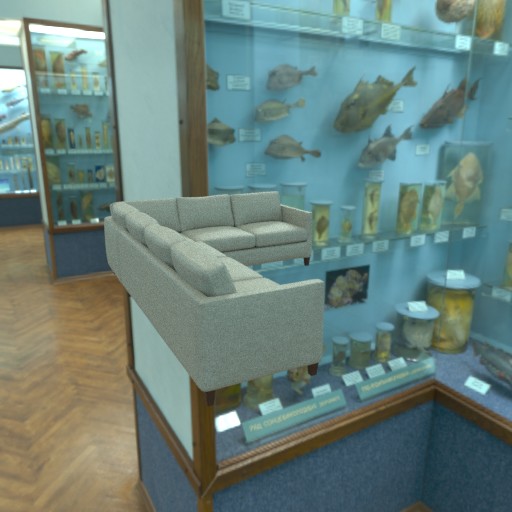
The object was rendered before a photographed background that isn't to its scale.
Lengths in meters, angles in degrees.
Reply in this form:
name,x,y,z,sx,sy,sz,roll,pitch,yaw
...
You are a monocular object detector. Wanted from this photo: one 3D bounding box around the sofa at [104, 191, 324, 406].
name,x,y,z,sx,sy,sz,roll,pitch,yaw
sofa,0.000,0.000,4.624,2.522,0.934,3.333,-8,17,-27
